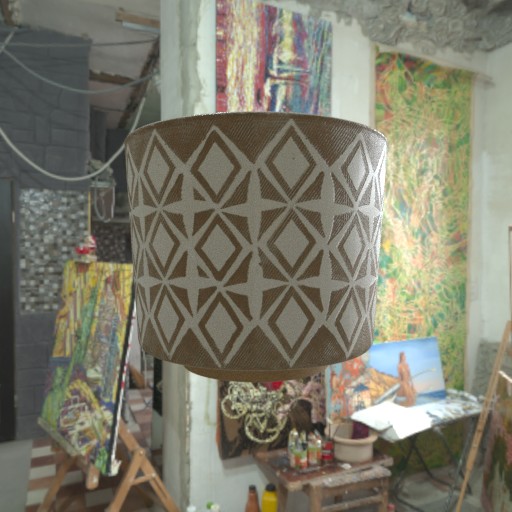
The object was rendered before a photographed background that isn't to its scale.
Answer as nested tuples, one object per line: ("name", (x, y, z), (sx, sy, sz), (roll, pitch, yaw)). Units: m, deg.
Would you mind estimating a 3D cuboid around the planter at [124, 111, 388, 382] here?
("planter", (0.000, 0.000, 0.459), (0.260, 0.220, 0.260), (0, 1, 0))
